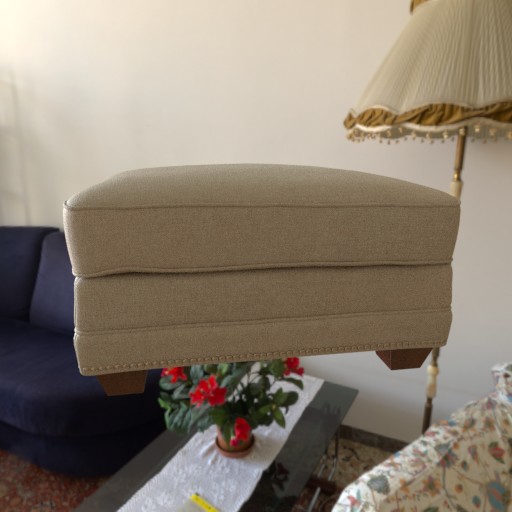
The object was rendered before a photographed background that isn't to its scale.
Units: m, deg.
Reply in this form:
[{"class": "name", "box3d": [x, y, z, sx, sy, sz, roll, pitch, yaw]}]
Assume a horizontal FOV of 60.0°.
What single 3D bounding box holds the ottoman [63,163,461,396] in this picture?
[{"class": "ottoman", "box3d": [0.000, 0.000, 1.138, 0.813, 0.458, 0.559, -2, 15, -9]}]
